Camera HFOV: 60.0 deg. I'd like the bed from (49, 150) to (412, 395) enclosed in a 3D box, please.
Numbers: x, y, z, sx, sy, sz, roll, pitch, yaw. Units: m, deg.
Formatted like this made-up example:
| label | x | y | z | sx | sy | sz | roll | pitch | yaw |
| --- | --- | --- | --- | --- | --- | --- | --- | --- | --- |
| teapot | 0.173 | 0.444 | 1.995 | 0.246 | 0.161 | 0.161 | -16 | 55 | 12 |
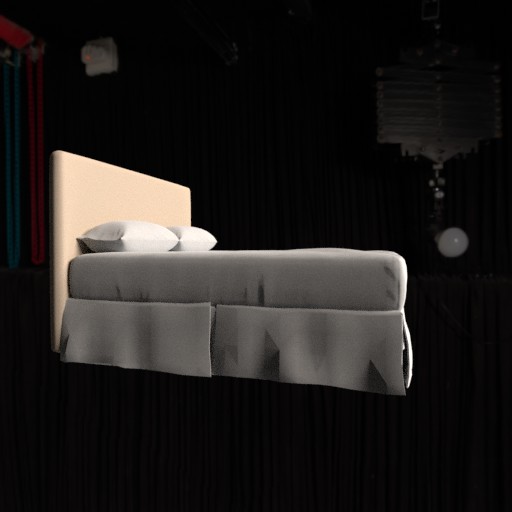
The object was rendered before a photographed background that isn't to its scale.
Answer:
| label | x | y | z | sx | sy | sz | roll | pitch | yaw |
| --- | --- | --- | --- | --- | --- | --- | --- | --- | --- |
| bed | 0.000 | 0.000 | 3.271 | 2.142 | 1.330 | 1.884 | 0 | 1 | 17 |
